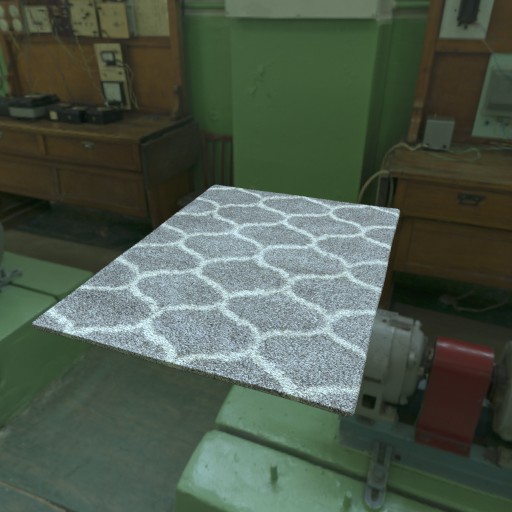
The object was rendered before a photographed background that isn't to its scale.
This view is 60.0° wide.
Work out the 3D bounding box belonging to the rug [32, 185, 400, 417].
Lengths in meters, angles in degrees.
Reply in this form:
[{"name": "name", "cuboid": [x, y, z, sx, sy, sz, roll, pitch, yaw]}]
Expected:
[{"name": "rug", "cuboid": [0.000, 0.000, 2.118, 1.200, 0.025, 1.600, 10, 31, 18]}]
